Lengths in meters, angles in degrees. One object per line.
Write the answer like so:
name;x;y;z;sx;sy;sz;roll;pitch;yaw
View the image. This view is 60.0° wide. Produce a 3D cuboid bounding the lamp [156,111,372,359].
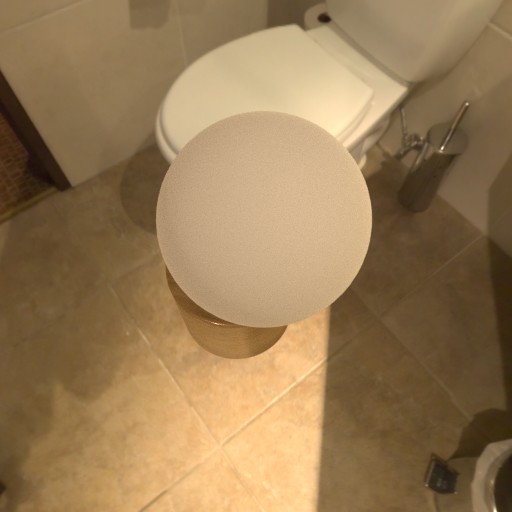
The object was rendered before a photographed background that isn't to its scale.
lamp;0.000;0.000;0.348;0.152;0.250;0.141;14;64;7
